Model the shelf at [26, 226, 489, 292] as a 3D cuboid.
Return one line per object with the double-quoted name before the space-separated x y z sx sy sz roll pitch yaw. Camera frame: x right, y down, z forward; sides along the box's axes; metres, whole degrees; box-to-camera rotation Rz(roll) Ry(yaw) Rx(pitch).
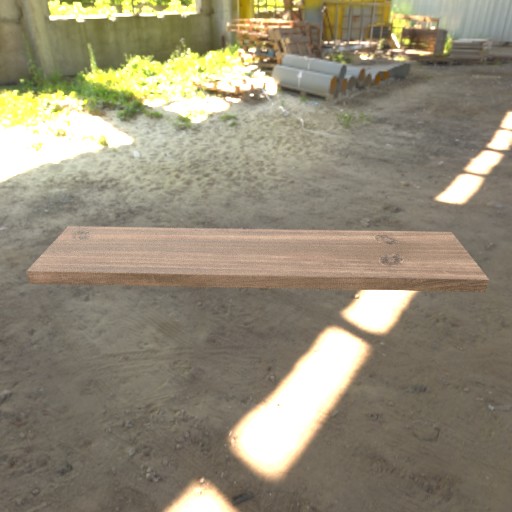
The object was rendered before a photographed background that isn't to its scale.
"shelf" 0.000 0.000 0.648 0.610 0.020 0.140 1 29 2
